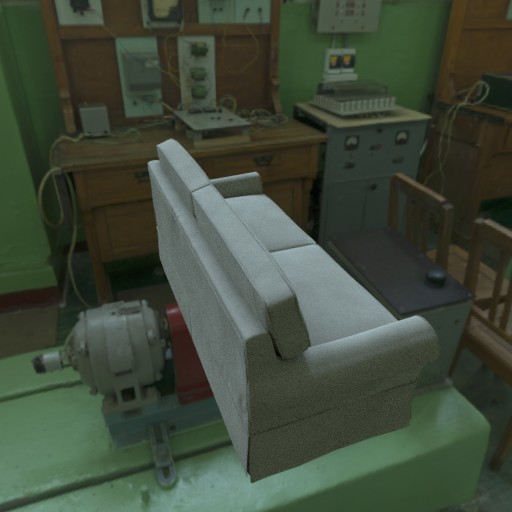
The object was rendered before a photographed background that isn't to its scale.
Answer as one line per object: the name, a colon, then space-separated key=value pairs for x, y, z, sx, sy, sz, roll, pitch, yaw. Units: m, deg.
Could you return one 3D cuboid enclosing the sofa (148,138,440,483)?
sofa: x=0.000 y=0.000 z=2.697 sx=0.900 sy=1.014 sz=2.246 roll=-11 pitch=32 yaw=-18
